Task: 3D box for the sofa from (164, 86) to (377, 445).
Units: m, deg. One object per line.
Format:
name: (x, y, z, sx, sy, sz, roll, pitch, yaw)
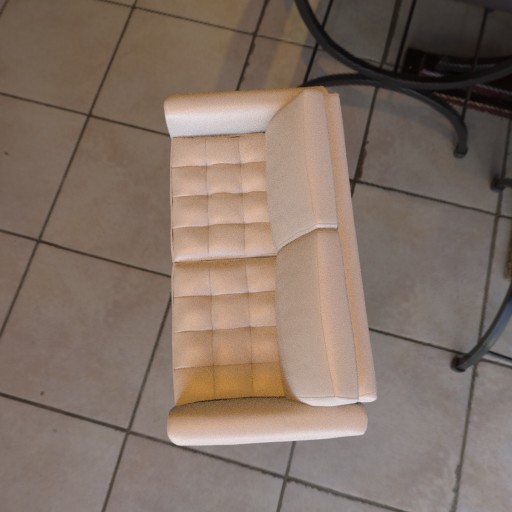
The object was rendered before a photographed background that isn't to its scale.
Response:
sofa: (0.000, 0.000, 2.755, 1.121, 0.930, 2.177, -3, 75, -1)
